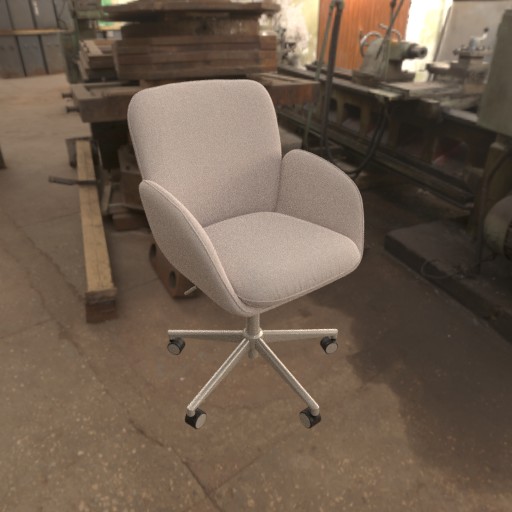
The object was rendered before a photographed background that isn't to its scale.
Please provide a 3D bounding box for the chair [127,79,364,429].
[{"bbox_3d":[0.000,0.000,1.377,0.648,0.959,0.633,-20,35,-31],"label":"chair"}]
